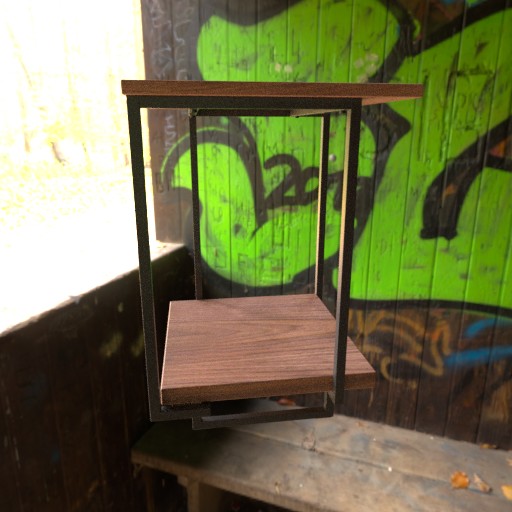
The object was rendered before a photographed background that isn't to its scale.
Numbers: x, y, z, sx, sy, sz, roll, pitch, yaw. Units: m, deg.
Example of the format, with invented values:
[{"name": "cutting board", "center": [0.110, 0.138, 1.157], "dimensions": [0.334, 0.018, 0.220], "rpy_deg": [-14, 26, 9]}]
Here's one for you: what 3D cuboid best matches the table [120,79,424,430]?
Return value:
[{"name": "table", "center": [0.000, 0.000, 0.824], "dimensions": [0.384, 0.567, 0.411], "rpy_deg": [-2, 16, -8]}]
